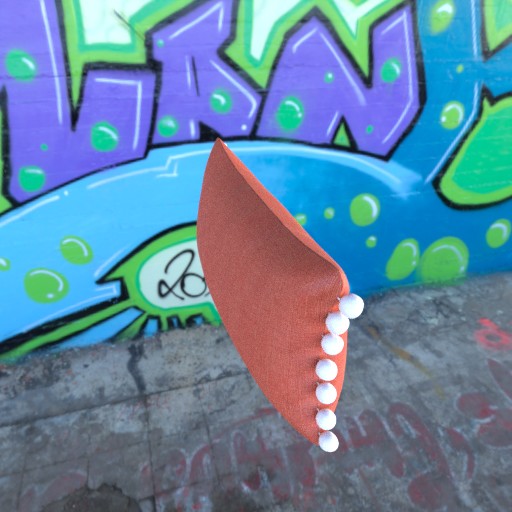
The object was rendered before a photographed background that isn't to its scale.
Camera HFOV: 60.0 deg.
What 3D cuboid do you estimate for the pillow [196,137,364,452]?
[{"bbox_3d":[0.000,0.000,0.864,0.201,0.322,0.709,-9,32,-15],"label":"pillow"}]
